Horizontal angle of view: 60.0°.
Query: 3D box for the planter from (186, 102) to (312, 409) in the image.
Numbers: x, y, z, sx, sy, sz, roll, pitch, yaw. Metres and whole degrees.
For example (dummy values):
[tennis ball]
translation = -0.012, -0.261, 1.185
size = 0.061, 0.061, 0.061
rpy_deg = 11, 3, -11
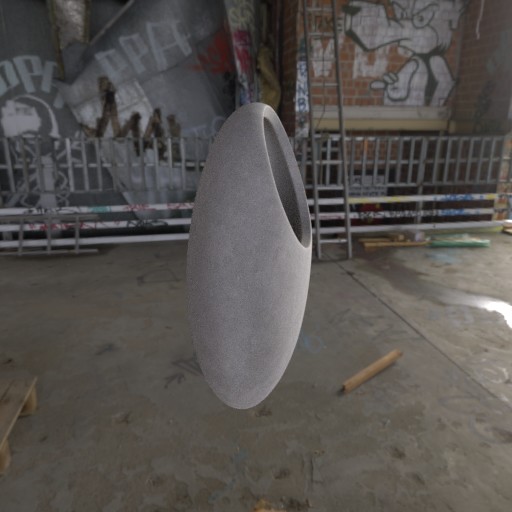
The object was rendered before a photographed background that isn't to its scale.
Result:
[planter]
translation = 0.000, 0.000, 0.287
size = 0.071, 0.188, 0.185
rpy_deg = 3, 17, 9
